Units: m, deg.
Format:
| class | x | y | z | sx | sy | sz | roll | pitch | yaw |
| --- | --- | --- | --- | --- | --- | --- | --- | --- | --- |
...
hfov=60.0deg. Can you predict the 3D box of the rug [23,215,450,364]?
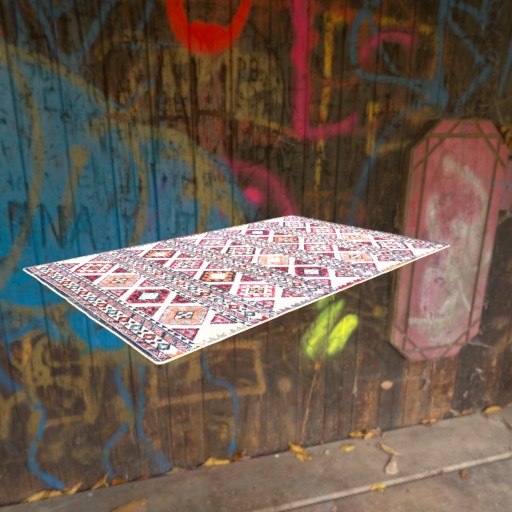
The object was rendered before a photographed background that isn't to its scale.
| class | x | y | z | sx | sy | sz | roll | pitch | yaw |
| --- | --- | --- | --- | --- | --- | --- | --- | --- | --- |
| rug | 0.000 | 0.000 | 2.946 | 2.440 | 0.010 | 1.545 | -15 | 22 | -41 |
